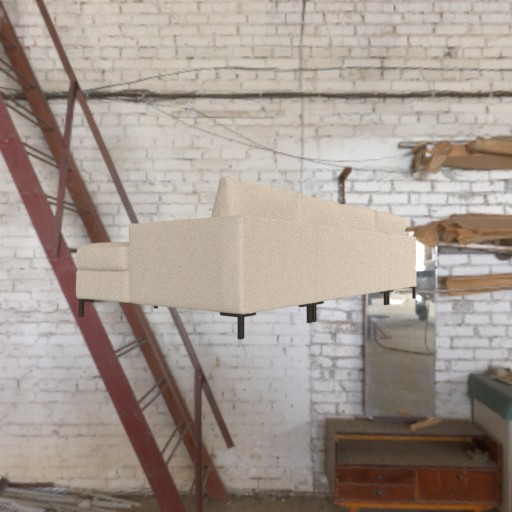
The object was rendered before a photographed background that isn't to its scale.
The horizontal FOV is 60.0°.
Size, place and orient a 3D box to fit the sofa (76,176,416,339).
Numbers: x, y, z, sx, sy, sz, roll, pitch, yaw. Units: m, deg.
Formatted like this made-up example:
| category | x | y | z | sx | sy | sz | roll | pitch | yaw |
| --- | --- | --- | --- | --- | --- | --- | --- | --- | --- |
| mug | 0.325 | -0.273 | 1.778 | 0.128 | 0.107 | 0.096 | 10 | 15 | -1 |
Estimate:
| category | x | y | z | sx | sy | sz | roll | pitch | yaw |
| --- | --- | --- | --- | --- | --- | --- | --- | --- | --- |
| sofa | 0.000 | 0.000 | 3.962 | 1.989 | 0.862 | 2.984 | 0 | 0 | 36 |
